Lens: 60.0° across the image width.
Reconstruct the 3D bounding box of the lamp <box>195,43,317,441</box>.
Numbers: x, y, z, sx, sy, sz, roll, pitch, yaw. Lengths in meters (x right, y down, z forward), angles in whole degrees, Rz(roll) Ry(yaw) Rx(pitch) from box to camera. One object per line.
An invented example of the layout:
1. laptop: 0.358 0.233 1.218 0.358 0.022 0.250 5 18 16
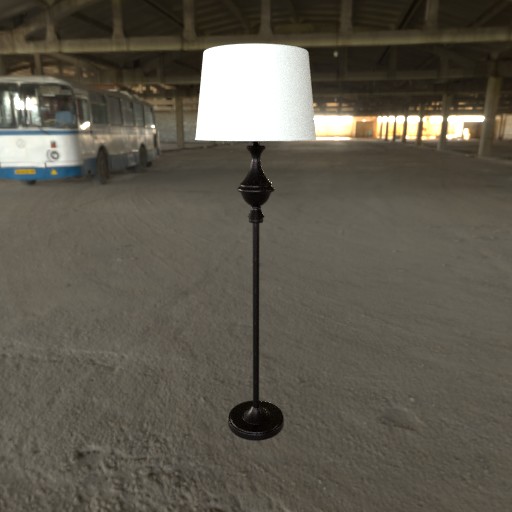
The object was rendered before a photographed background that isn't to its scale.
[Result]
1. lamp: 0.000 0.000 1.700 0.431 1.484 0.431 0 16 0
